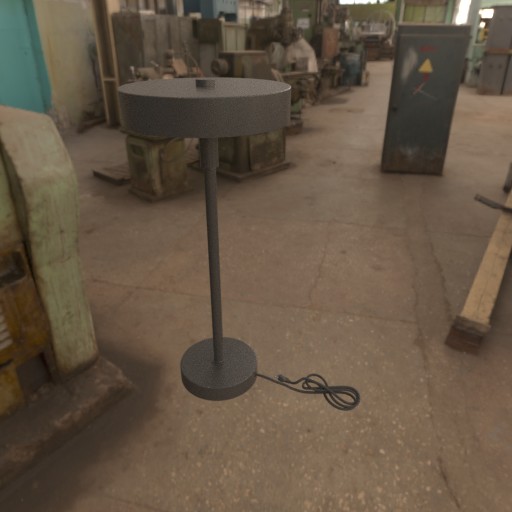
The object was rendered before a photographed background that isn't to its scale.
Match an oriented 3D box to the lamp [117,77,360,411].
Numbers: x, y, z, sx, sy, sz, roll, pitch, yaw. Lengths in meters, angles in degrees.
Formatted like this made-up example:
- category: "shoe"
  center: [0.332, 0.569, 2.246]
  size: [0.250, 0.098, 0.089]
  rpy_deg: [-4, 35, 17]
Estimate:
- category: "lamp"
  center: [0.000, 0.000, 0.686]
  size: [0.369, 0.508, 0.229]
  rpy_deg: [8, 28, 15]
